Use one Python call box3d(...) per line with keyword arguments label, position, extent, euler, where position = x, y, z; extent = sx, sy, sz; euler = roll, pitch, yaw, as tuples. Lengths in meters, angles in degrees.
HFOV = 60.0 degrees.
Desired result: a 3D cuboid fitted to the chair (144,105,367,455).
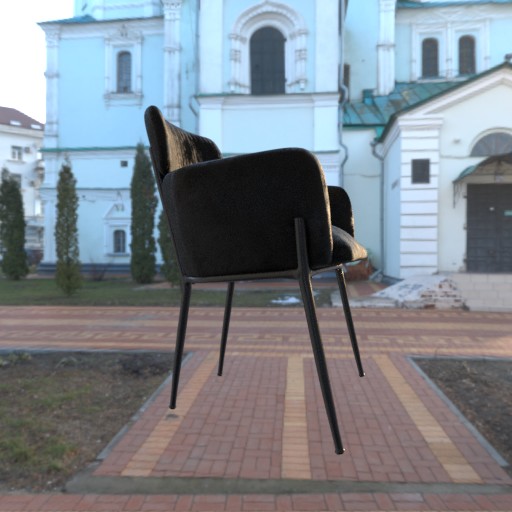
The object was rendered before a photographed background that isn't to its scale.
box3d(label="chair", position=(0.000, 0.000, 1.287), extent=(0.604, 0.818, 0.640), euler=(0, 0, 18))
